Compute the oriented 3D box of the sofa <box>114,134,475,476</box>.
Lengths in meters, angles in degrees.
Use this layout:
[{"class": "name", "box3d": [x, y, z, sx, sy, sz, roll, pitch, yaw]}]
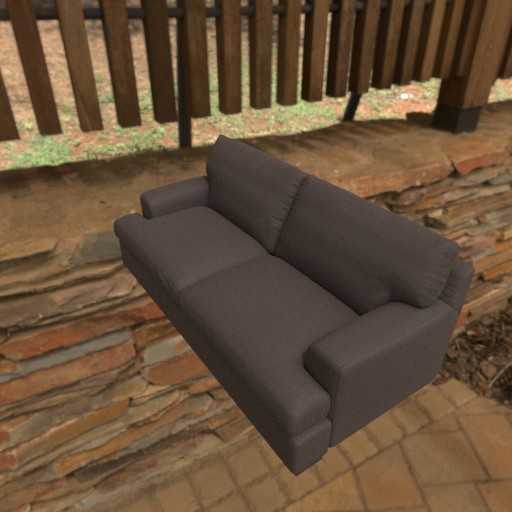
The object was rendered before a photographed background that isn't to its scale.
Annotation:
[{"class": "sofa", "box3d": [0.000, 0.000, 2.820, 1.140, 0.950, 2.271, -20, 37, -29]}]
